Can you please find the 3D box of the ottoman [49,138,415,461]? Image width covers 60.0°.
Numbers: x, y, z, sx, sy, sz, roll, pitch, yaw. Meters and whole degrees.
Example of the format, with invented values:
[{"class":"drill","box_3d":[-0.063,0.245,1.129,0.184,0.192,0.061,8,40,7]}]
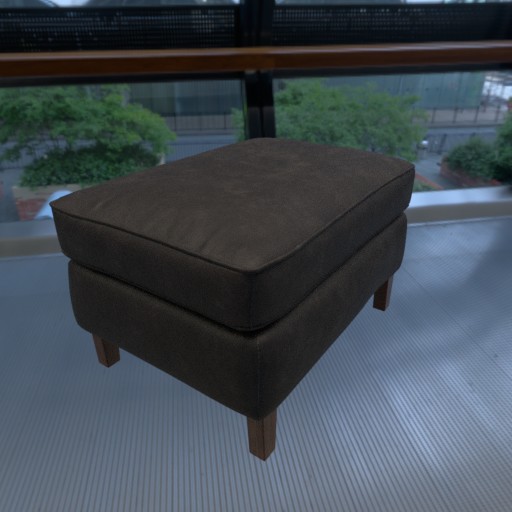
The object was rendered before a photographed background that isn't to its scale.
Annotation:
[{"class":"ottoman","box_3d":[0.000,0.000,0.977,0.501,0.413,0.665,18,31,31]}]
